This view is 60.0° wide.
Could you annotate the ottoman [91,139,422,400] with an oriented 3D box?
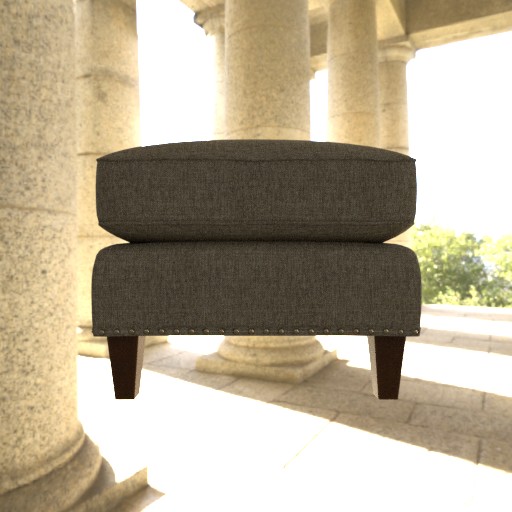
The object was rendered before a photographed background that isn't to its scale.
[{"bbox_3d":[0.000,0.000,1.134,0.584,0.513,0.741,0,1,0],"label":"ottoman"}]
